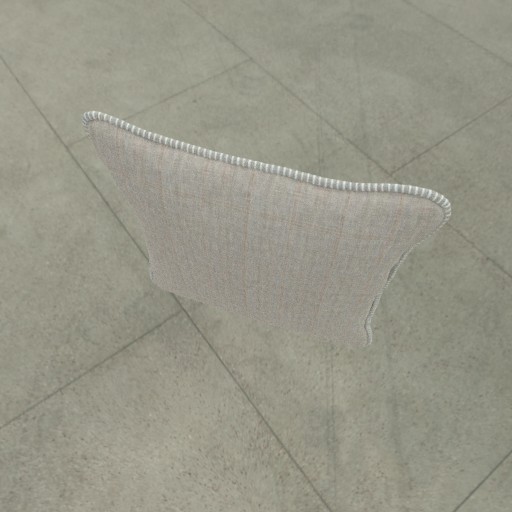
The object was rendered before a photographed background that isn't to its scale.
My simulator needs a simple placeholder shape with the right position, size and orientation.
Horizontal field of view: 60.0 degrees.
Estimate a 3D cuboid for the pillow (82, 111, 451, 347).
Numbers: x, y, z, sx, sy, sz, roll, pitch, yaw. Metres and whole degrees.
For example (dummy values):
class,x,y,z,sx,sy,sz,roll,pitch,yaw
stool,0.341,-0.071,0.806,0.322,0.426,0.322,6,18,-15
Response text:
class,x,y,z,sx,sy,sz,roll,pitch,yaw
pillow,0.000,0.000,0.744,0.485,0.494,0.124,15,60,9
